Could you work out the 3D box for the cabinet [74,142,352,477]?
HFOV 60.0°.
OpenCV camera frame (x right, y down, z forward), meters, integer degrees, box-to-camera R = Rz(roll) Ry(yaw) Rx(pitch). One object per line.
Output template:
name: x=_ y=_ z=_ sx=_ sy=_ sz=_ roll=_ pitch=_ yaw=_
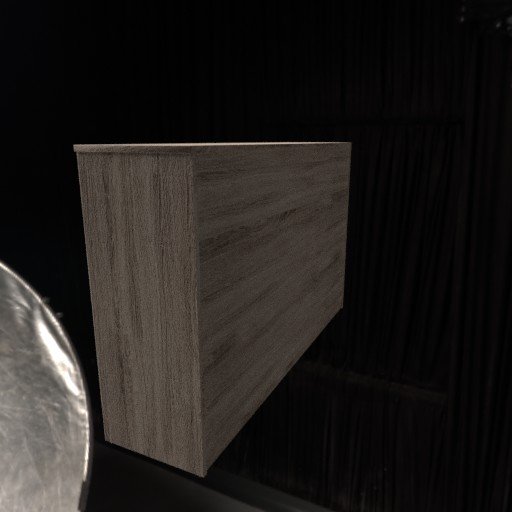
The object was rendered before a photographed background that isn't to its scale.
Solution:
cabinet: x=0.000 y=0.000 z=1.827 sx=0.380 sy=0.900 sz=1.450 roll=7 pitch=16 yaw=25
